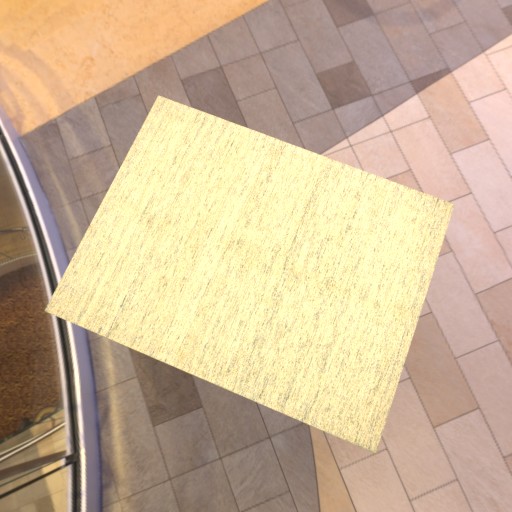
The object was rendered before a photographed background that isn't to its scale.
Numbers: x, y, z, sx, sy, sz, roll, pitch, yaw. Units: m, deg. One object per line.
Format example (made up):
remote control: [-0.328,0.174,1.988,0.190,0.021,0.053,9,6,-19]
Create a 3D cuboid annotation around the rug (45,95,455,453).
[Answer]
rug: [0.000,0.000,4.199,3.201,0.014,2.437,22,77,5]
